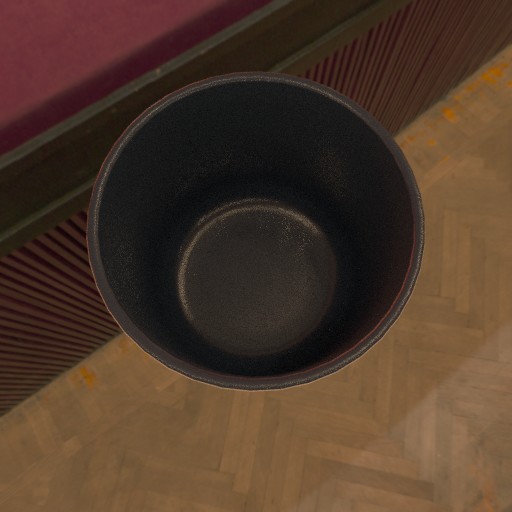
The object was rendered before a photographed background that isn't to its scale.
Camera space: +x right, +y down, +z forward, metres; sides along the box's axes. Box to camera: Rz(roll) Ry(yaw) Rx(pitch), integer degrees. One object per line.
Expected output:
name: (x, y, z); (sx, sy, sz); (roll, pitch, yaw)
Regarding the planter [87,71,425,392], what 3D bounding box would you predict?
planter: (0.000, 0.000, 0.275); (0.159, 0.144, 0.159); (0, 74, 0)
